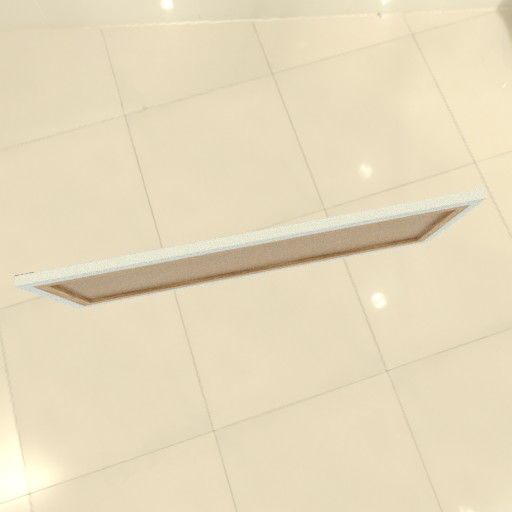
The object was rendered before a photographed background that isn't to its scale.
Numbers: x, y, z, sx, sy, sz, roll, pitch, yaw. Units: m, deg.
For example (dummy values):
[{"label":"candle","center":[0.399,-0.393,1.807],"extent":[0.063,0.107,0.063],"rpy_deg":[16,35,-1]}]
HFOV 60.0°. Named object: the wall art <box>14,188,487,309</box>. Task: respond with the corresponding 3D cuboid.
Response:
[{"label":"wall art","center":[0.000,0.000,1.653],"extent":[1.520,0.507,0.039],"rpy_deg":[-11,76,-3]}]
